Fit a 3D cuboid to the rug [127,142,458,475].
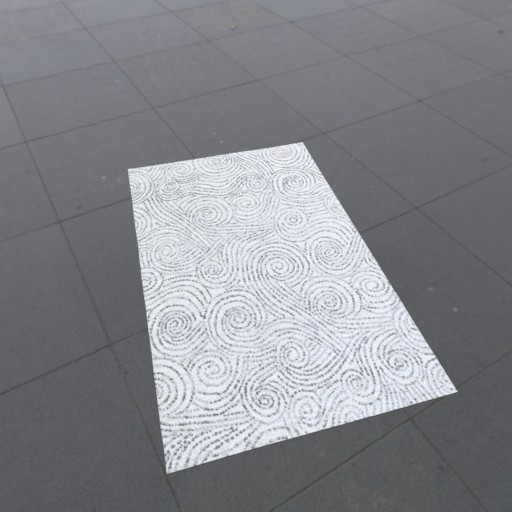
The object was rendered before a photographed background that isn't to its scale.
[{"bbox_3d":[0.000,0.000,2.978,1.524,0.005,2.439,-11,48,-10],"label":"rug"}]
